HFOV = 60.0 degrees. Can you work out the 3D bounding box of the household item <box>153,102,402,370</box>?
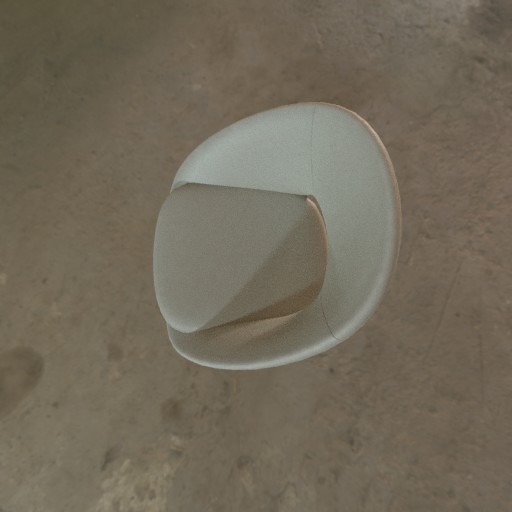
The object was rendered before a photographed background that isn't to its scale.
[{"bbox_3d":[0.000,0.000,1.258,0.573,0.852,0.623,-2,76,-1],"label":"household item"}]
